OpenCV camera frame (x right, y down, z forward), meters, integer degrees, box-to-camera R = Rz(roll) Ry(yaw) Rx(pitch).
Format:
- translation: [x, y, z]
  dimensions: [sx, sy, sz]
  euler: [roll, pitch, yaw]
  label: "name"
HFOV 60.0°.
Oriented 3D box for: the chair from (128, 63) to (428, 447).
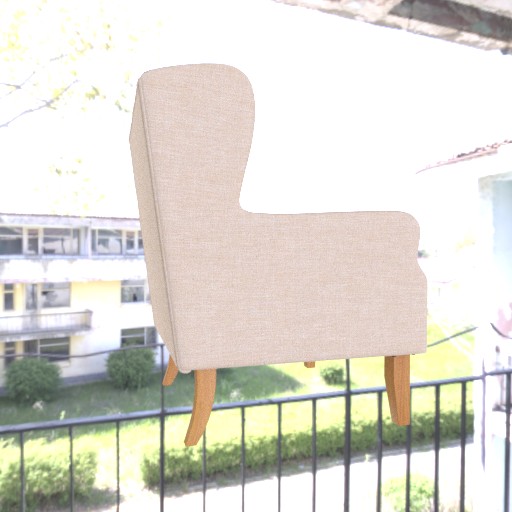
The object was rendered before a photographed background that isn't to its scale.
- translation: [0.000, 0.000, 1.417]
  dimensions: [0.760, 0.930, 0.710]
  euler: [0, 2, -18]
  label: "chair"
